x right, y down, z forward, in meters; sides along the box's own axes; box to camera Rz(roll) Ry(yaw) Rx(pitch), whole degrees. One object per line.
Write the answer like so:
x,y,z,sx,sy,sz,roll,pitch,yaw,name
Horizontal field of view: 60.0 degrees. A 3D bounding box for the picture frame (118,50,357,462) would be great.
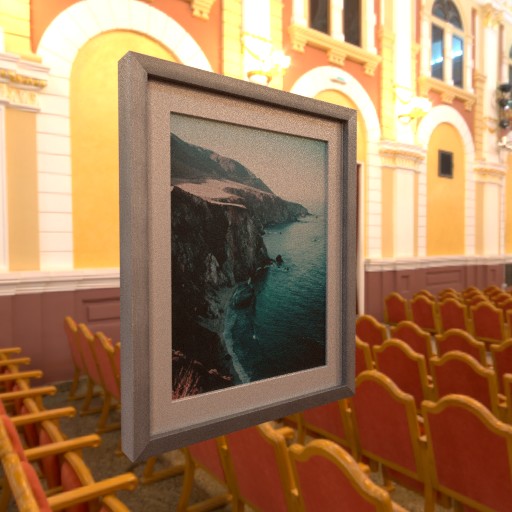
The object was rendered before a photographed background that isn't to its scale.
0.000,0.000,0.747,0.449,0.555,0.046,-1,2,-36,picture frame
